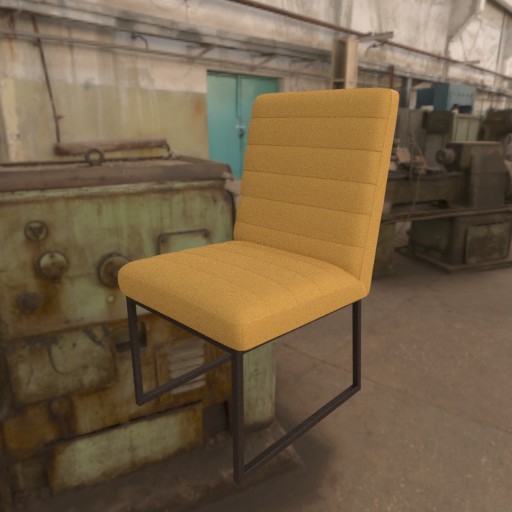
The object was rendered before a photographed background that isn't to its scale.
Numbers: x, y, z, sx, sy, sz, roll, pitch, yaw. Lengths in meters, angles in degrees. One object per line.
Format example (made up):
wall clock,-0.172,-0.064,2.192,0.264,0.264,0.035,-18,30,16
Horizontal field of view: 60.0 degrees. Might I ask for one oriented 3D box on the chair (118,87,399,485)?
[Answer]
chair,0.000,0.000,1.294,0.520,0.930,0.634,16,23,42
